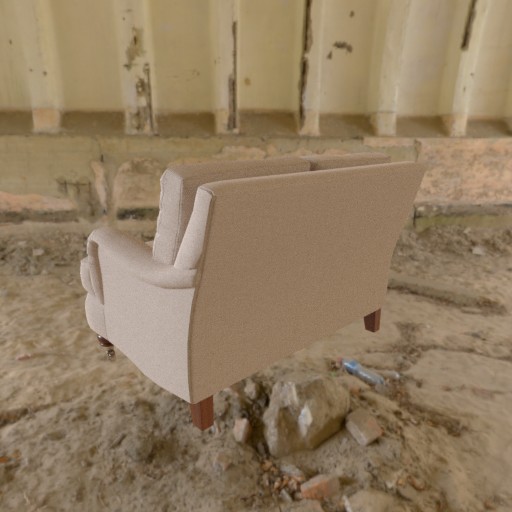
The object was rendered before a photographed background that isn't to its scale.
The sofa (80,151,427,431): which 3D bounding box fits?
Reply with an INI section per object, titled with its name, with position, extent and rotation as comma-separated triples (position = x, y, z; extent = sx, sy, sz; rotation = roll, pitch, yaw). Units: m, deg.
[sofa]
position = 0.000, 0.000, 2.311
extent = 1.508, 1.048, 1.087
rotation = -15, 22, -42
